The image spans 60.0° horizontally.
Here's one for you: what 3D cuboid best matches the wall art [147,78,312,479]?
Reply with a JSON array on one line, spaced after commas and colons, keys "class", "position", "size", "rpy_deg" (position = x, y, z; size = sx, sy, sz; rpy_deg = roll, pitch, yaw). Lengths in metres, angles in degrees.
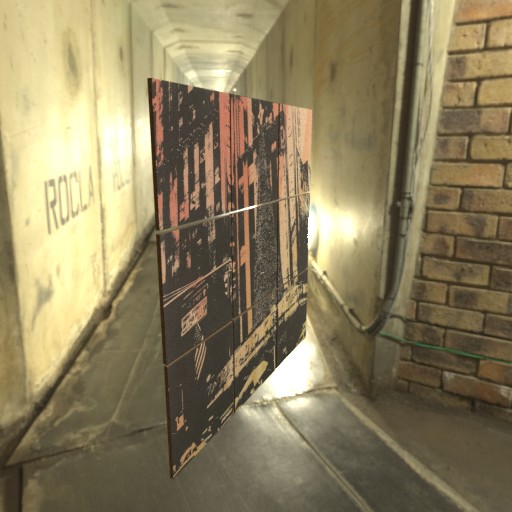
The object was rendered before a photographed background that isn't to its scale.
[{"class": "wall art", "position": [0.000, 0.000, 1.368], "size": [0.010, 0.917, 0.919], "rpy_deg": [7, 16, 26]}]
